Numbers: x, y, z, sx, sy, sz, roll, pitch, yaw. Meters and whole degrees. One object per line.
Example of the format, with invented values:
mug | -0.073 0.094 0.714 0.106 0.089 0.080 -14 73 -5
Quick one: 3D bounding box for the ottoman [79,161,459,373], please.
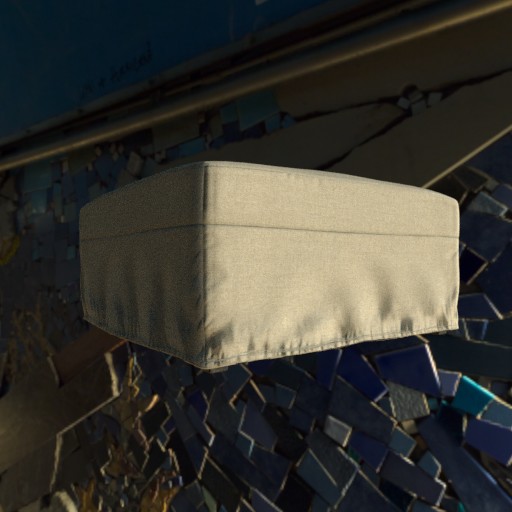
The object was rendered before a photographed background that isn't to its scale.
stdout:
ottoman | 0.000 0.000 1.331 0.840 0.436 0.843 0 -1 -36
